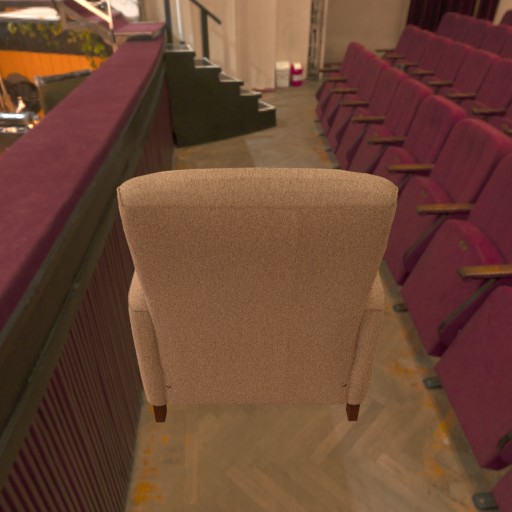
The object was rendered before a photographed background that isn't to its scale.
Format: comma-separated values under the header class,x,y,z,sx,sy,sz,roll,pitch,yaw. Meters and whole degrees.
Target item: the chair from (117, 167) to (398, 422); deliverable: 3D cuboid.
class,x,y,z,sx,sy,sz,roll,pitch,yaw
chair,0.000,0.000,1.653,0.848,1.014,0.864,0,33,0
